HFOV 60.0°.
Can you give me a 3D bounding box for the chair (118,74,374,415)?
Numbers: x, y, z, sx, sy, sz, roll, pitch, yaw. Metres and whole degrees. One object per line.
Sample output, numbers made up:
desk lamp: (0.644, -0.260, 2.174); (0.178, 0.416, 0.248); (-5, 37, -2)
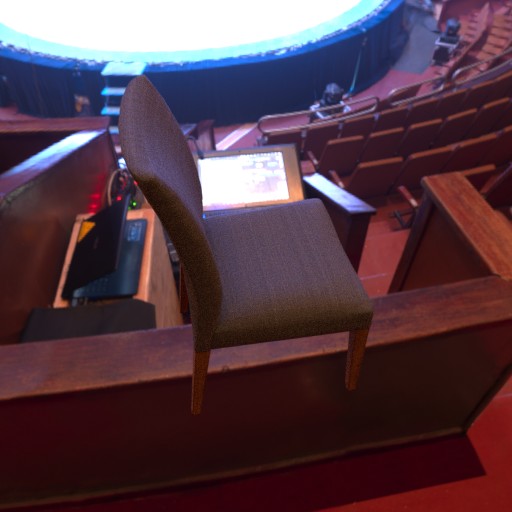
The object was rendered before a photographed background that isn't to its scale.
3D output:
chair: (0.000, 0.000, 1.292); (0.585, 0.940, 0.496); (-9, 47, -8)
